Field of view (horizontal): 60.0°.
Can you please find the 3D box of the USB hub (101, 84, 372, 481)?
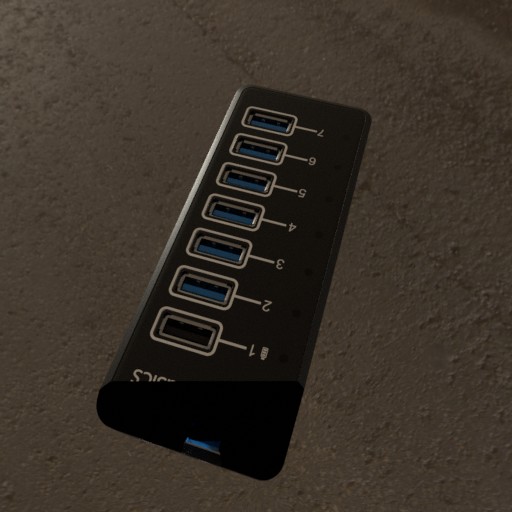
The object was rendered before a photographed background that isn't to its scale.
[{"bbox_3d":[0.000,0.000,0.128,0.044,0.023,0.110,15,64,8],"label":"USB hub"}]
